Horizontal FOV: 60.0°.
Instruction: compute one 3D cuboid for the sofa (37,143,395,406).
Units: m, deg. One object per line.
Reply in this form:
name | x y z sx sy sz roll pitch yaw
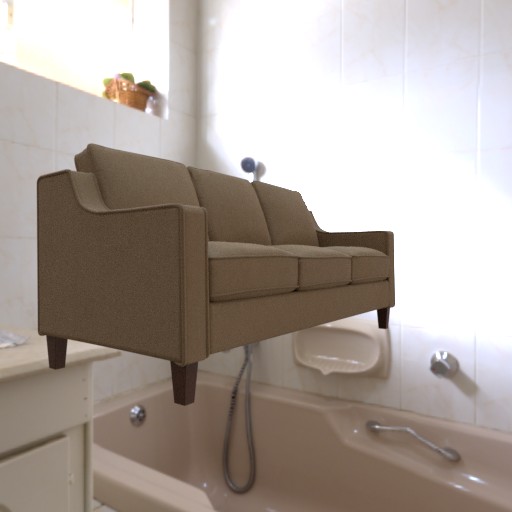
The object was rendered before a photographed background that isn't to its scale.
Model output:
sofa | 0.000 0.000 2.449 0.911 0.974 1.986 0 0 36
